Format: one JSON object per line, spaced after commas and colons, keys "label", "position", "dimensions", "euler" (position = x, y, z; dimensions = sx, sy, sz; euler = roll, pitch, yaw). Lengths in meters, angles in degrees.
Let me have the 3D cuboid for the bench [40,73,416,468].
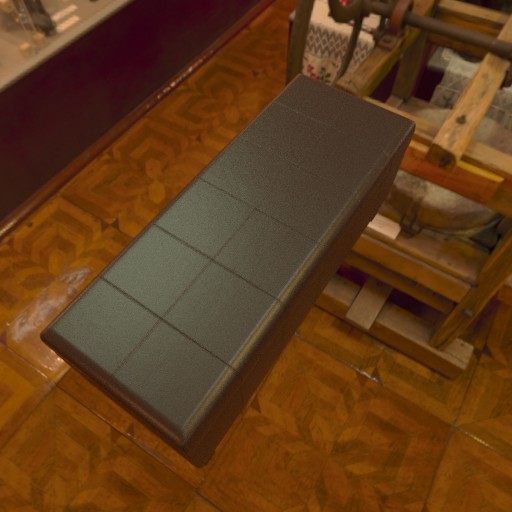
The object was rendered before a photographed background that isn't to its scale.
{"label": "bench", "position": [0.000, 0.000, 1.316], "dimensions": [0.429, 0.457, 1.092], "euler": [30, 63, 17]}
